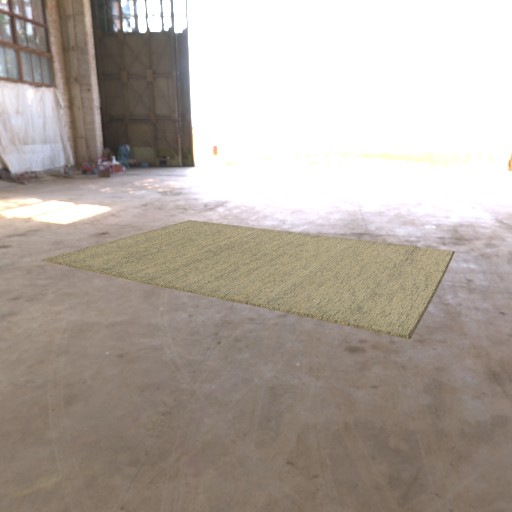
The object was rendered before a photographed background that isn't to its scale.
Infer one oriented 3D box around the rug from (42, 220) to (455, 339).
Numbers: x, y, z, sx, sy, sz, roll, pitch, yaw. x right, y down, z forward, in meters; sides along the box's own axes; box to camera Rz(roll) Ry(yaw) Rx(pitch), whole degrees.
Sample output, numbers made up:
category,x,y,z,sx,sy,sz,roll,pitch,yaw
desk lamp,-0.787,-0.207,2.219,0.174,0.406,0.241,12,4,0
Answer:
category,x,y,z,sx,sy,sz,roll,pitch,yaw
rug,0.000,0.000,2.374,1.846,0.014,1.243,9,18,28
